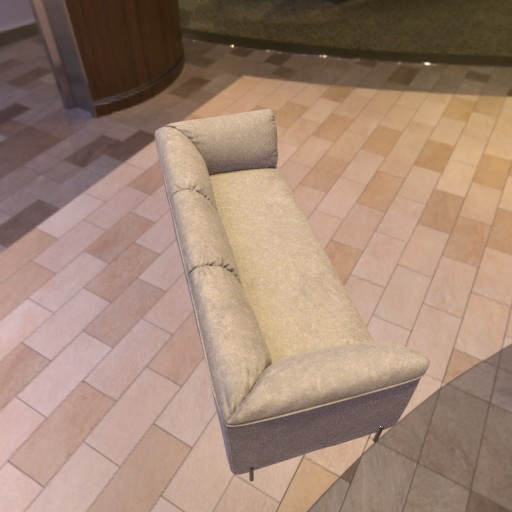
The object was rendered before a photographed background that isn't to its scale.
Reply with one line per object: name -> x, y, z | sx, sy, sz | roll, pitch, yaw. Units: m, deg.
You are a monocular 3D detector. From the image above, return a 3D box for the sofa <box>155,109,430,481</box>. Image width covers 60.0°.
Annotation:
sofa -> 0.000, 0.000, 2.693 | 0.899, 0.758, 2.238 | -12, 47, -11
